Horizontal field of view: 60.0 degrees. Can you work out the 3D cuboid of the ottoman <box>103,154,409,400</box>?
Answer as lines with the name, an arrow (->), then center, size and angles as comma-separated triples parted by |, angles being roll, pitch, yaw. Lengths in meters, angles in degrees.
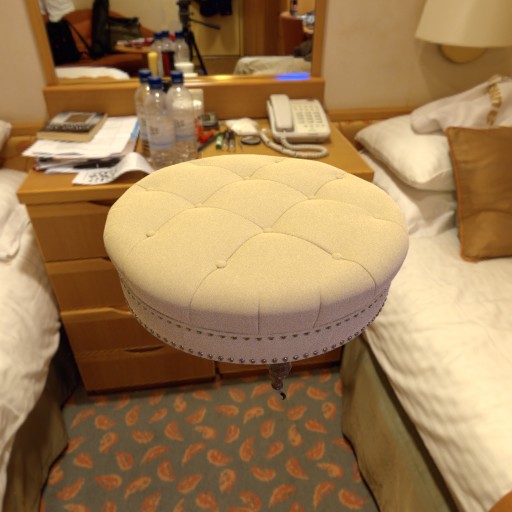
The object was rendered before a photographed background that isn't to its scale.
ottoman -> 0.000, 0.000, 1.434 | 0.901, 0.439, 0.901 | 0, 34, 0
